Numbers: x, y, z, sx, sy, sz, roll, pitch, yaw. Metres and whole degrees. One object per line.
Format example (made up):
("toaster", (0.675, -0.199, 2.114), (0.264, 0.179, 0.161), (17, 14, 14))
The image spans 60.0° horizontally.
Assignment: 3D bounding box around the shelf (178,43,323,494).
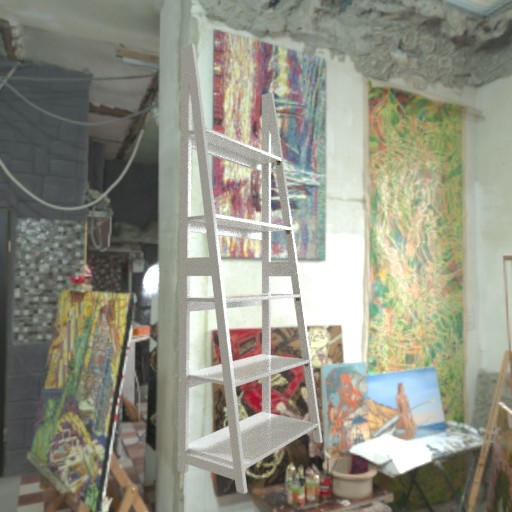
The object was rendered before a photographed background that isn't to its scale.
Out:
("shelf", (0.000, 0.000, 2.020), (0.341, 1.779, 0.636), (-2, -3, 35))
